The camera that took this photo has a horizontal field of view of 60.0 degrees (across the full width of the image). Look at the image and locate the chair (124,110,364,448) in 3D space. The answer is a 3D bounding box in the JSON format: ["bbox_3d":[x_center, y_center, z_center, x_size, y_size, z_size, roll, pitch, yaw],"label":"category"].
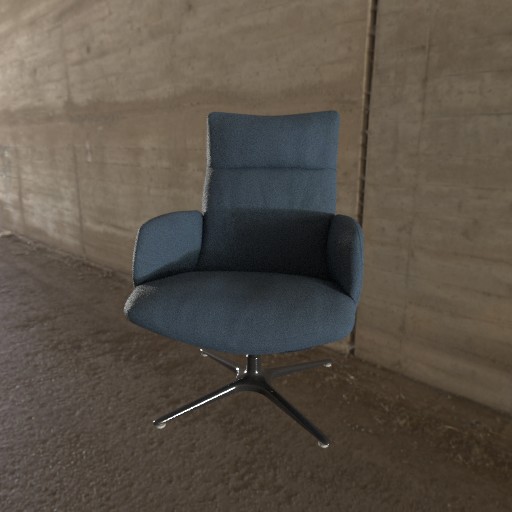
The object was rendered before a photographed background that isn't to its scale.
[{"bbox_3d":[0.000,0.000,1.557,0.711,1.016,0.889,3,15,10],"label":"chair"}]
